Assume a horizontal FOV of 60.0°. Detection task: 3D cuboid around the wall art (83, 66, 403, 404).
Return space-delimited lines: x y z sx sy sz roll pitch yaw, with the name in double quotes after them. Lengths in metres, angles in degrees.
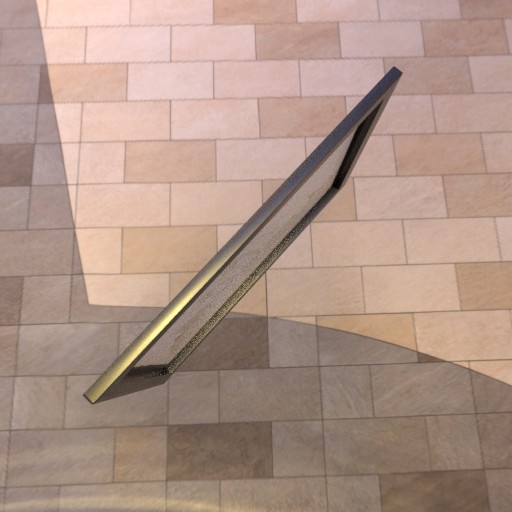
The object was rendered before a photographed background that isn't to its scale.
0.000 0.000 0.572 0.013 0.306 0.440 41 80 9 "wall art"
